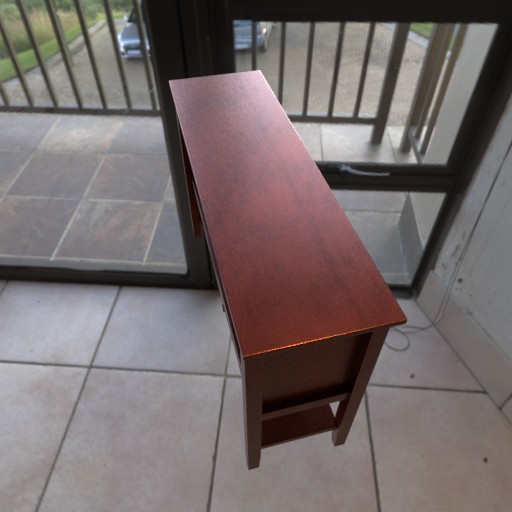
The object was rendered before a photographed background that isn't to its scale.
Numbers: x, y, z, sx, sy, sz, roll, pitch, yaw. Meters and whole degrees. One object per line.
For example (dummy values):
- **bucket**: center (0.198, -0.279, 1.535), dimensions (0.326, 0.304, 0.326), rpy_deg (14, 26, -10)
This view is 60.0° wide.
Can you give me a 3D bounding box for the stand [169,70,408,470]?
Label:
- **stand**: center (0.000, 0.000, 1.777), dimensions (0.410, 0.872, 1.362), rpy_deg (-11, 48, -10)
